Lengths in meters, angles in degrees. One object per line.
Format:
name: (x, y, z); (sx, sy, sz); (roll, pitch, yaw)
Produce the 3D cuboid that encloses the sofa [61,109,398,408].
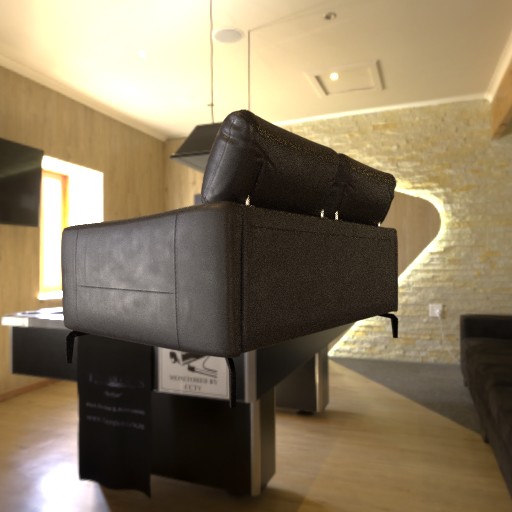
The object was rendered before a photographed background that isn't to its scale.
sofa: (0.000, 0.000, 2.182); (0.958, 0.920, 1.596); (0, 0, 36)
